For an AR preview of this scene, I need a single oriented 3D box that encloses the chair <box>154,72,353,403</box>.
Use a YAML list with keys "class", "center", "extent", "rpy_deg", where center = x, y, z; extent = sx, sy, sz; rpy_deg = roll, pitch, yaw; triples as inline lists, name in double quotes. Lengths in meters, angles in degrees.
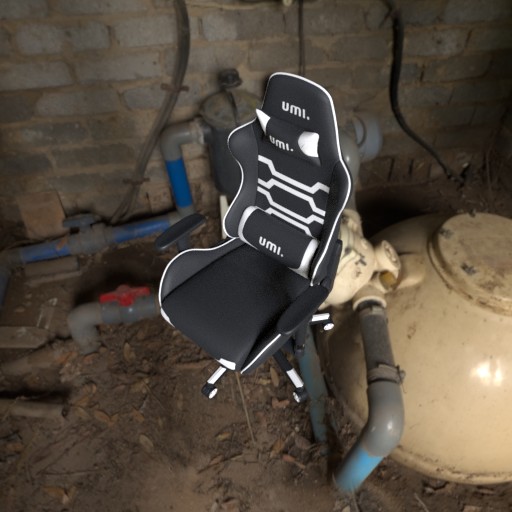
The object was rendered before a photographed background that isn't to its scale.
- class: "chair"
  center: [0.000, 0.000, 1.677]
  extent: [0.700, 1.240, 0.700]
  rpy_deg: [31, 53, 27]
